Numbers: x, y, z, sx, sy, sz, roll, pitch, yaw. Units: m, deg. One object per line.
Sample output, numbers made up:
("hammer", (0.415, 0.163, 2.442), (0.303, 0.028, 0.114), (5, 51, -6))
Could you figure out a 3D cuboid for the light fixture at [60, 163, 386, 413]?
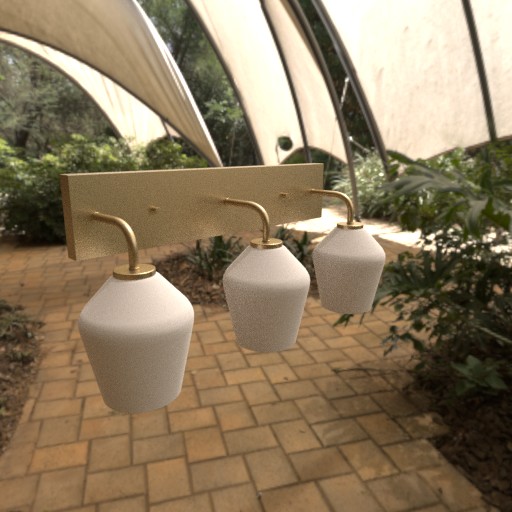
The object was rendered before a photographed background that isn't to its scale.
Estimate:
("light fixture", (0.000, 0.000, 0.729), (0.609, 0.280, 0.190), (-13, 19, -43))
